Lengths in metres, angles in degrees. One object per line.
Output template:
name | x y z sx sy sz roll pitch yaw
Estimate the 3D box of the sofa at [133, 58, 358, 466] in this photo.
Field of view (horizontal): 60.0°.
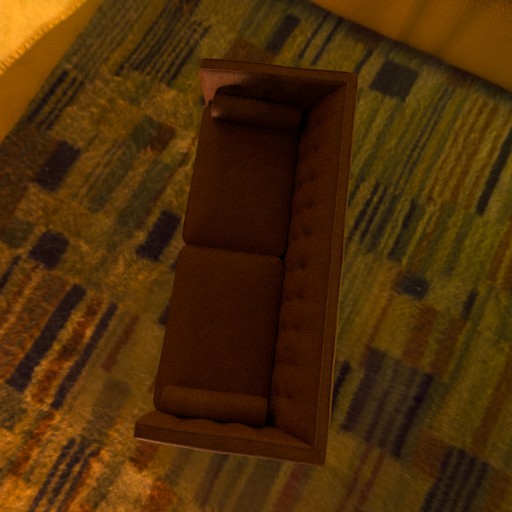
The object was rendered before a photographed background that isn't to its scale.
sofa | 0.000 0.000 2.629 0.912 0.798 2.079 7 76 2
